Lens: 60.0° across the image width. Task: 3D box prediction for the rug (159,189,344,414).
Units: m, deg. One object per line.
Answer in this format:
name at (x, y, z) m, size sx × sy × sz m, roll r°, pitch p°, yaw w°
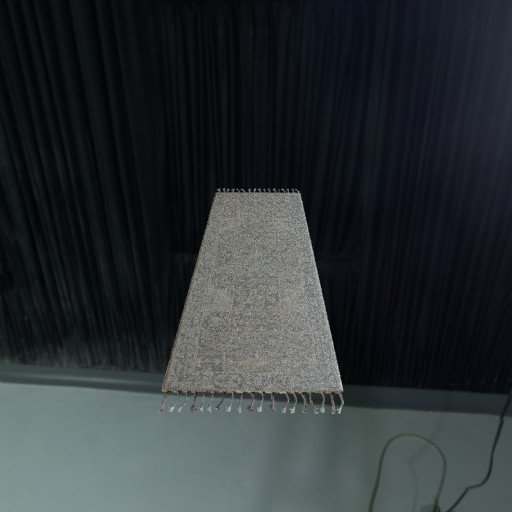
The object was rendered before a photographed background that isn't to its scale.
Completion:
rug at (0.000, 0.000, 2.933) m, size 0.762 × 0.011 × 2.664 m, roll 0°, pitch 28°, yaw 1°
